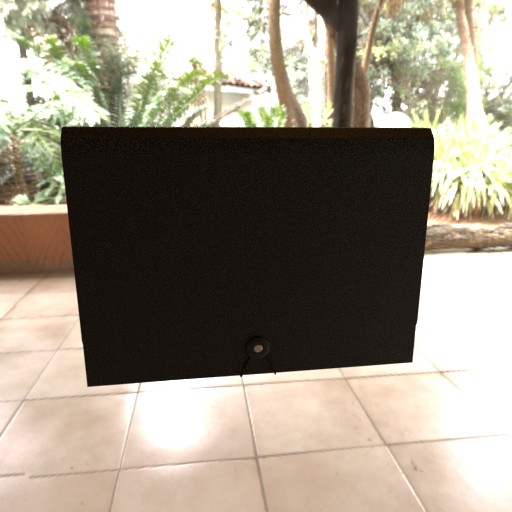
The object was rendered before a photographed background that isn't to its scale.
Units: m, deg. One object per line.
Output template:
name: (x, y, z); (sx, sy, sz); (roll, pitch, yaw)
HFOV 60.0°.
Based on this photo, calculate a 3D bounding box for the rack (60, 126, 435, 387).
rack: (0.000, 0.000, 0.431); (0.330, 0.241, 0.041); (-2, 15, -8)
